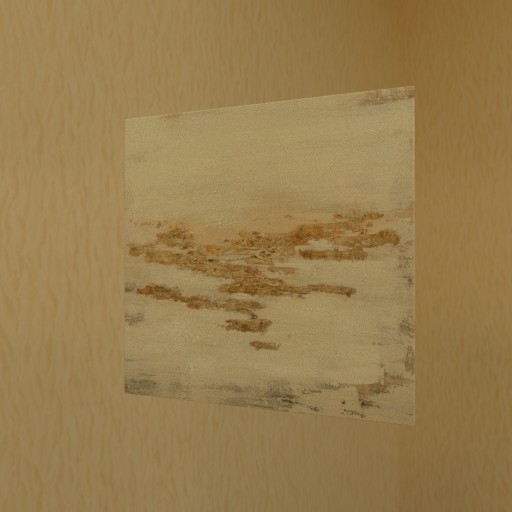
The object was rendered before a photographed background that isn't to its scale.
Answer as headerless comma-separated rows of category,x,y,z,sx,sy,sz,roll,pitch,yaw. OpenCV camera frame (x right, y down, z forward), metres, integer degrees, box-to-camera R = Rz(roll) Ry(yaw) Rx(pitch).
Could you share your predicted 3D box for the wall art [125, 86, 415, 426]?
wall art,0.000,0.000,1.119,0.753,0.755,0.038,0,0,19
